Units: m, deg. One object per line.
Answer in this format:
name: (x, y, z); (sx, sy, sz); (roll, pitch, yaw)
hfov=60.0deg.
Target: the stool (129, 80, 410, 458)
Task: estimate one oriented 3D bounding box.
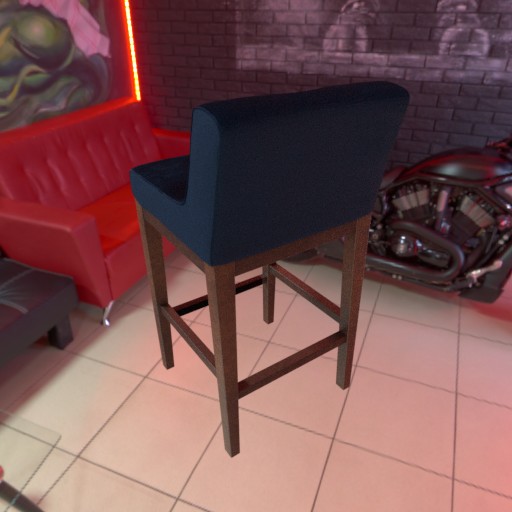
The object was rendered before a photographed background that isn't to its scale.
stool: (0.000, 0.000, 1.256); (0.511, 0.945, 0.516); (-19, 35, -30)
